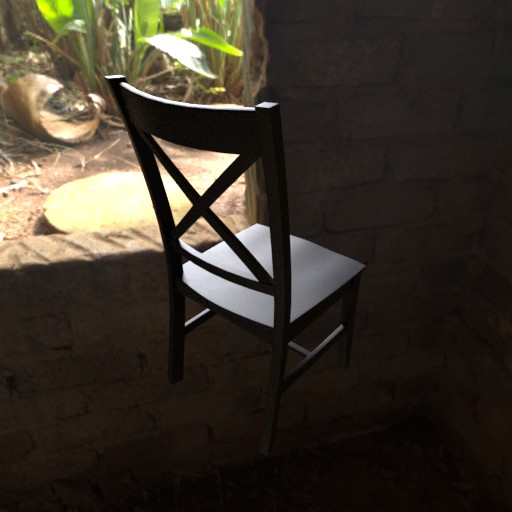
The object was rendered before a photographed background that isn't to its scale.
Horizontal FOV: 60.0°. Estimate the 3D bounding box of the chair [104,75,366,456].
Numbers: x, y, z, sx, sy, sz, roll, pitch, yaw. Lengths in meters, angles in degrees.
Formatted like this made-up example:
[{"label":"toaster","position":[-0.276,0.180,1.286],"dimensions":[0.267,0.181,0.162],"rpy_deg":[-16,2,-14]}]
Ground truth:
[{"label":"chair","position":[0.000,0.000,1.282],"dimensions":[0.485,0.983,0.542],"rpy_deg":[24,38,34]}]
